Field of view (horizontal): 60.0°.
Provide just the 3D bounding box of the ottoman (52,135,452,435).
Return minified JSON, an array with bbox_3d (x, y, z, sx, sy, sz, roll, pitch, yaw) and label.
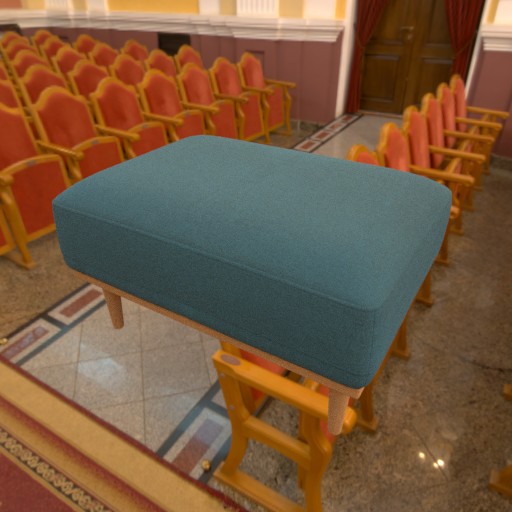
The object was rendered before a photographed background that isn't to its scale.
[{"bbox_3d":[0.000,0.000,1.059,0.749,0.428,0.549,18,36,27],"label":"ottoman"}]
